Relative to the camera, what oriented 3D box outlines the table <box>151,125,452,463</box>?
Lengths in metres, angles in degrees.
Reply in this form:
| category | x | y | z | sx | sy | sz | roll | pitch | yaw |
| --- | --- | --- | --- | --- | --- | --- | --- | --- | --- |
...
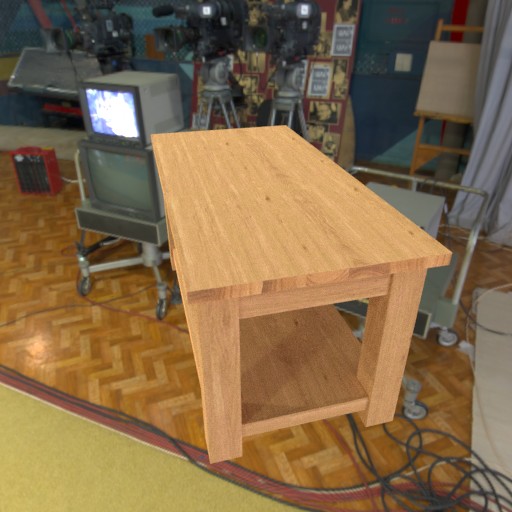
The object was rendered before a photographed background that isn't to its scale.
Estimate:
| category | x | y | z | sx | sy | sz | roll | pitch | yaw |
| --- | --- | --- | --- | --- | --- | --- | --- | --- | --- |
| table | 0.000 | 0.000 | 1.189 | 0.450 | 0.452 | 0.899 | -8 | 31 | -13 |
